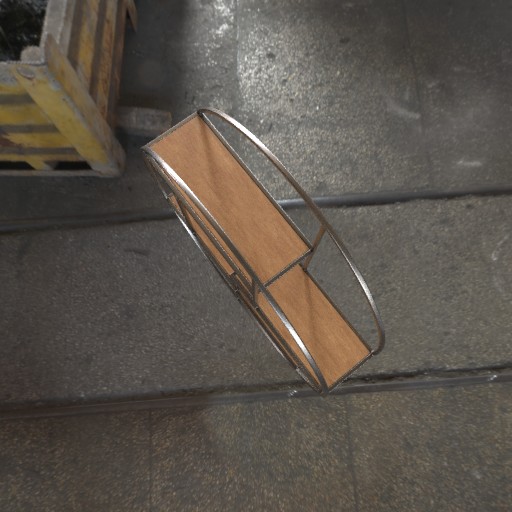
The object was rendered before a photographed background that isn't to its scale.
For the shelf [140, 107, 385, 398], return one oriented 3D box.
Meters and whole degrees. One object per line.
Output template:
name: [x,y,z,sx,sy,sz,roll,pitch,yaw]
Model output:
shelf: [0.000,0.000,1.355,0.202,0.888,0.888,-37,79,-9]
